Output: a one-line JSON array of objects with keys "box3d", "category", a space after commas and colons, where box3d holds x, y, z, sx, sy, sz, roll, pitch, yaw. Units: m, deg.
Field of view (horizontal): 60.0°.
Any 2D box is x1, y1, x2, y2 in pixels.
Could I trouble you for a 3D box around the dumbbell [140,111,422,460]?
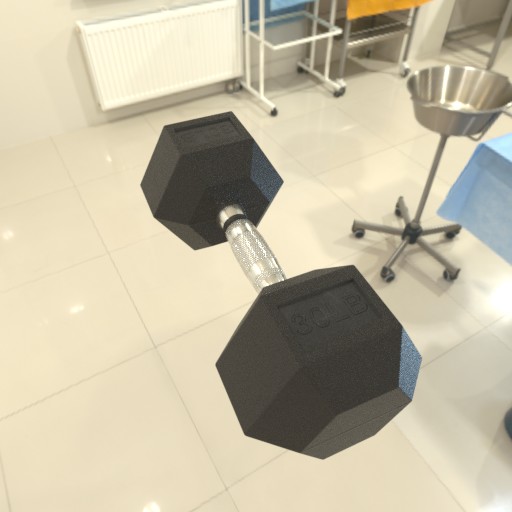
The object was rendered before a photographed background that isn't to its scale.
[{"box3d": [0.000, 0.000, 0.398, 0.142, 0.123, 0.337, -18, 49, -16], "category": "dumbbell"}]
